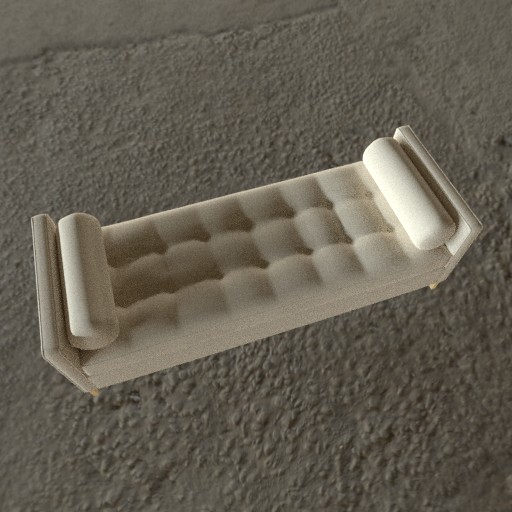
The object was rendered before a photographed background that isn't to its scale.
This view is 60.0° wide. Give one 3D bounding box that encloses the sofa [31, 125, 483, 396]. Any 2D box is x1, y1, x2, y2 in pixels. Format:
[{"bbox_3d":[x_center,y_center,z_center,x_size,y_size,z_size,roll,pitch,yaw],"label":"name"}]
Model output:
[{"bbox_3d":[0.000,0.000,2.299,1.985,0.641,0.746,-16,59,-10],"label":"sofa"}]
